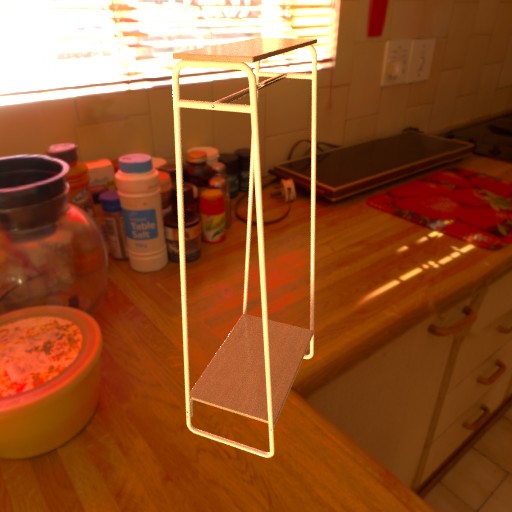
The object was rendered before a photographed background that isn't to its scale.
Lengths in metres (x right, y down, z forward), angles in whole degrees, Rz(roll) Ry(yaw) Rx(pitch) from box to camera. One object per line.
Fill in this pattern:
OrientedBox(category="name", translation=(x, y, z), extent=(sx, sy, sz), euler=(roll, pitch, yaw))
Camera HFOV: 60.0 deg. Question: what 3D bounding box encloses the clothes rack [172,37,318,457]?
OrientedBox(category="clothes rack", translation=(0.000, 0.000, 1.753), extent=(0.400, 1.512, 0.640), euler=(11, 32, 18))
